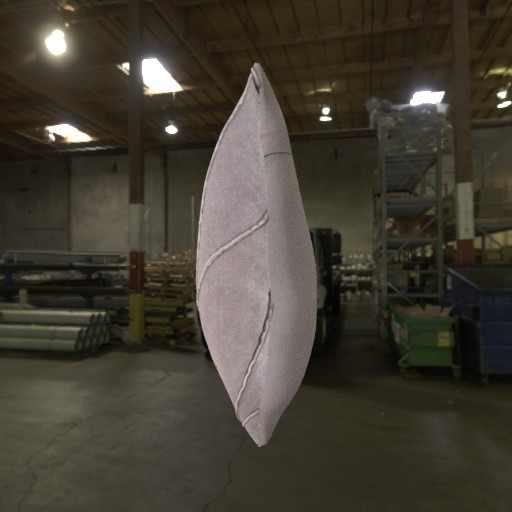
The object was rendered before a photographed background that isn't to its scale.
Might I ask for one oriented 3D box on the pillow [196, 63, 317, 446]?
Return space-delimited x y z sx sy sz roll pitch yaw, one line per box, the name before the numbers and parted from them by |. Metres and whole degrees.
pillow | 0.000 0.000 0.707 0.185 0.440 0.439 0 -1 1
